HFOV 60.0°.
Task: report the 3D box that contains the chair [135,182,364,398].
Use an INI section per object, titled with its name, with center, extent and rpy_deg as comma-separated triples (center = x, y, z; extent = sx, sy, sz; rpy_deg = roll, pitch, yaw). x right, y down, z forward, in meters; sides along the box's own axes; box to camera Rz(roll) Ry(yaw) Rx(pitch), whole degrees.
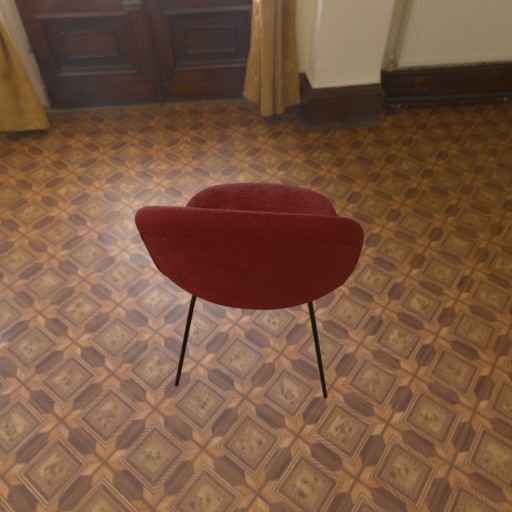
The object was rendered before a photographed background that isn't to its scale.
[chair]
center = 0.000, 0.000, 1.148
extent = 0.458, 0.791, 0.587
rpy_deg = 4, 47, 3
